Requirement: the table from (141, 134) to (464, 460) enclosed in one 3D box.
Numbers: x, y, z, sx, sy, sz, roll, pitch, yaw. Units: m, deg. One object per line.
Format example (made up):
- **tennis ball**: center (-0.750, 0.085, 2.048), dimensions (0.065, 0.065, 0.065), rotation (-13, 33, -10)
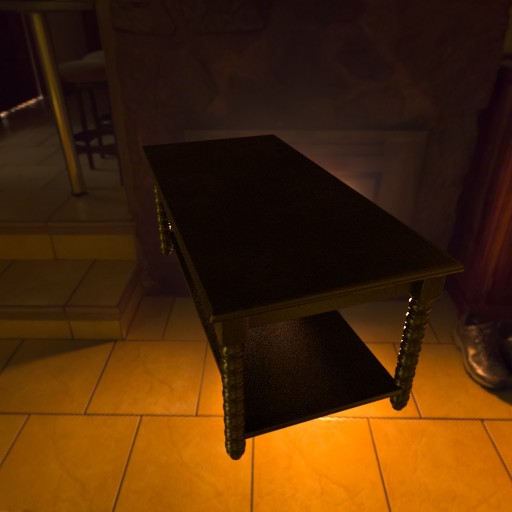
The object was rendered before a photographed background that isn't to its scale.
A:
- **table**: center (0.000, 0.000, 1.490), dimensions (0.580, 0.487, 1.171), rotation (-10, 31, -16)
